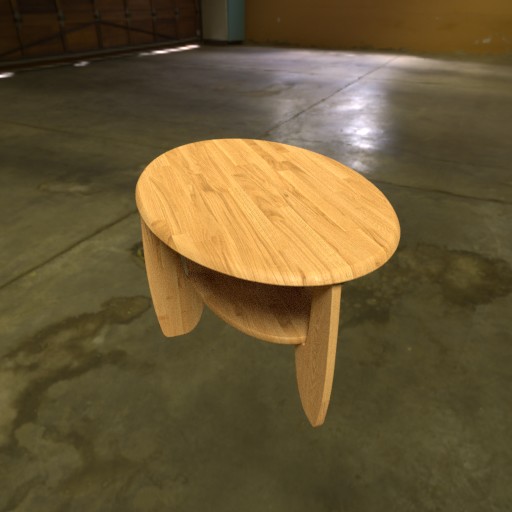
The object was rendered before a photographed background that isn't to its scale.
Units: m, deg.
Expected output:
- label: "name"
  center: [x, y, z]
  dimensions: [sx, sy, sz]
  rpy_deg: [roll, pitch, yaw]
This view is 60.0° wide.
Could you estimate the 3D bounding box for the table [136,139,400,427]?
- label: "table"
  center: [0.000, 0.000, 1.425]
  dimensions: [0.690, 0.490, 1.040]
  rpy_deg: [-10, 32, -16]
